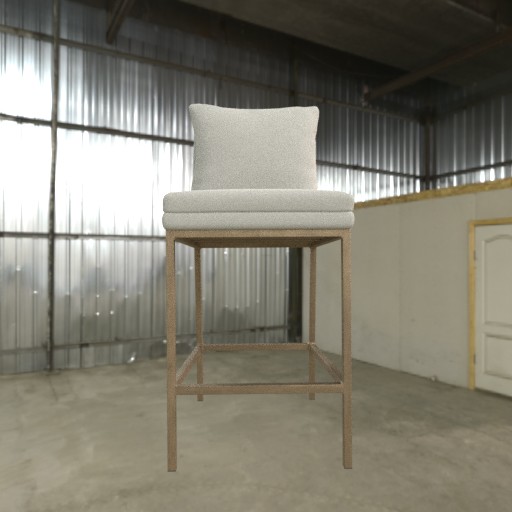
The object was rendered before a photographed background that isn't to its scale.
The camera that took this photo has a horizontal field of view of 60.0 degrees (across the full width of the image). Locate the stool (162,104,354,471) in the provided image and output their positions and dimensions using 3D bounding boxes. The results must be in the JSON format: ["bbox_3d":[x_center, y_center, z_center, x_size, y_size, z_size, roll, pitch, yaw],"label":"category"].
[{"bbox_3d":[0.000,0.000,1.332,0.463,1.032,0.572,0,0,-1],"label":"stool"}]
